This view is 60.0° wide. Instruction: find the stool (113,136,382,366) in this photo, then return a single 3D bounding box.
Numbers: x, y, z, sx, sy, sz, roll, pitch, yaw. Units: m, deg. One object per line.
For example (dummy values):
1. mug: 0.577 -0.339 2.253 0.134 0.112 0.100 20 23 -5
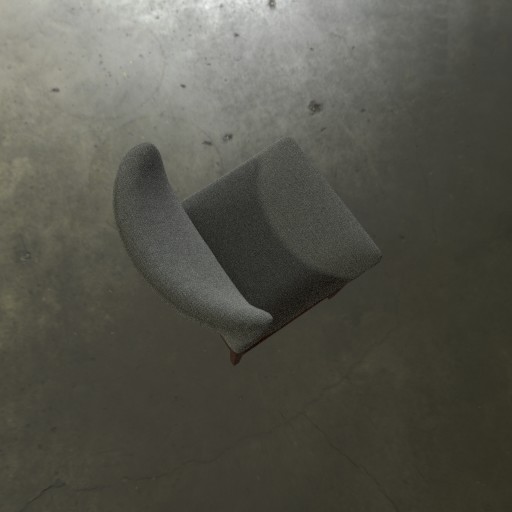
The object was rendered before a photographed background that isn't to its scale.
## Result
1. stool: 0.000 0.000 1.389 0.568 1.069 0.486 -33 77 -8
